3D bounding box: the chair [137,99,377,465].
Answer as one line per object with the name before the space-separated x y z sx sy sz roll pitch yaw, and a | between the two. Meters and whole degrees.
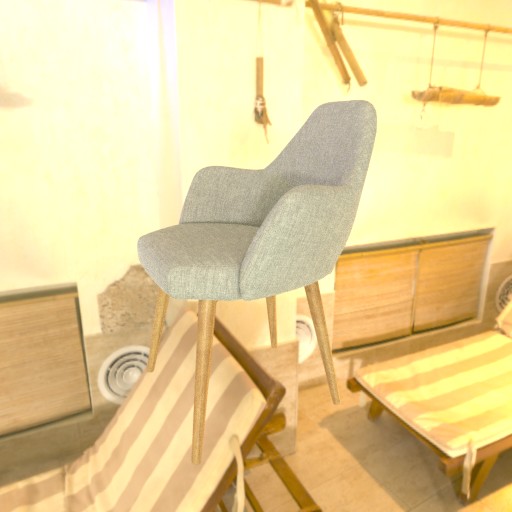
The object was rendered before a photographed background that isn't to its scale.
chair | 0.000 0.000 1.249 0.610 0.840 0.590 -8 18 -25
